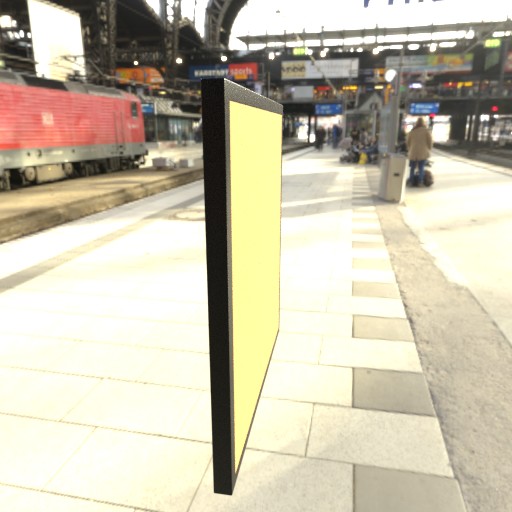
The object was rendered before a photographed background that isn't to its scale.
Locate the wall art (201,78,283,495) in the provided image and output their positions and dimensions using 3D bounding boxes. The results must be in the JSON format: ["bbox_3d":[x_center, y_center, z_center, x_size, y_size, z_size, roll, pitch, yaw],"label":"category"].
[{"bbox_3d":[0.000,0.000,1.121,0.038,0.761,0.755,3,16,10],"label":"wall art"}]
